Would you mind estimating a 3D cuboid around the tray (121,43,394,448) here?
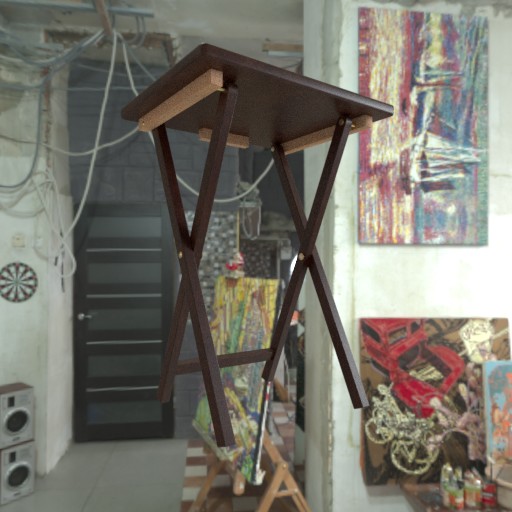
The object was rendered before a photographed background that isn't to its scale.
[{"bbox_3d":[0.000,0.000,0.979,0.483,0.660,0.381,1,-1,-36],"label":"tray"}]
